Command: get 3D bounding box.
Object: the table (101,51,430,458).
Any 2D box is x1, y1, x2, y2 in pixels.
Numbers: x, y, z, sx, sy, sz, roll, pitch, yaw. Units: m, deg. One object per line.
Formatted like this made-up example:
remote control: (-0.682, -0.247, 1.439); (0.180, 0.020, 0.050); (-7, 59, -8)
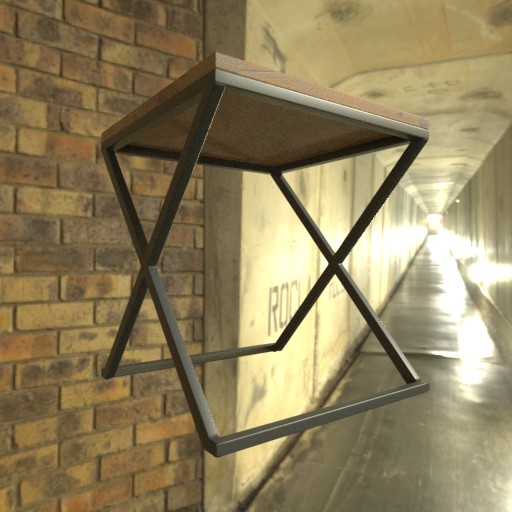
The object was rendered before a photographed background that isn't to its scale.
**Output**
table: (0.000, 0.000, 0.938); (0.499, 0.550, 0.498); (0, 0, -36)
